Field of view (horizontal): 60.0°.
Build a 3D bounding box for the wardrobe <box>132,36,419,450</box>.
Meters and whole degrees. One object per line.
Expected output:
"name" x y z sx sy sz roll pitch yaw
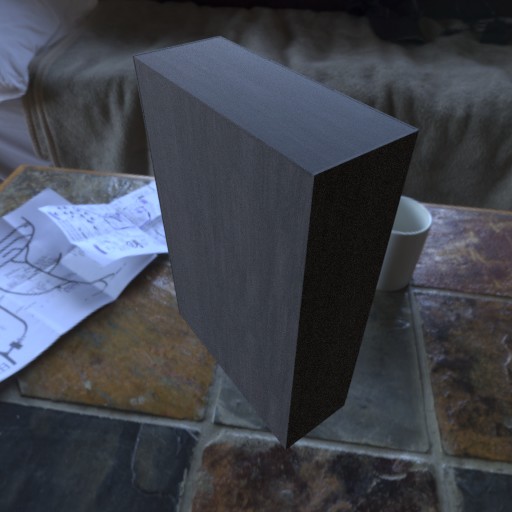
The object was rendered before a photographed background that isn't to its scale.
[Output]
"wardrobe" 0.000 0.000 2.481 0.510 1.910 1.290 -27 49 -26
